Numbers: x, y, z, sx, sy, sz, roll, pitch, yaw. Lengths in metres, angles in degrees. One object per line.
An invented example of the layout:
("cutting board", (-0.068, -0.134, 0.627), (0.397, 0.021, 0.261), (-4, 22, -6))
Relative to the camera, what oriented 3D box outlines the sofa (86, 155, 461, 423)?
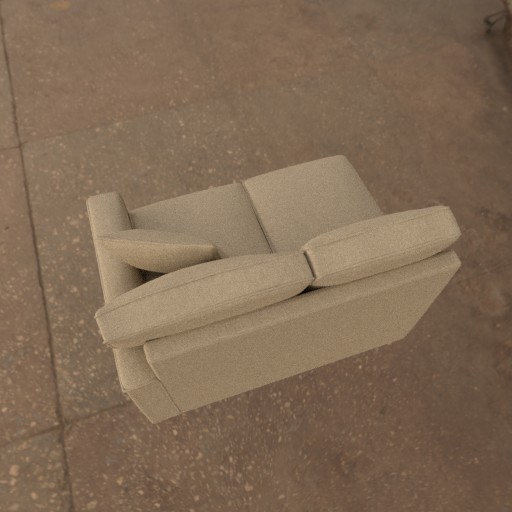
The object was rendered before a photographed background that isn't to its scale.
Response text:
("sofa", (0.000, 0.000, 2.105), (1.388, 0.989, 0.991), (-16, 59, -10))
